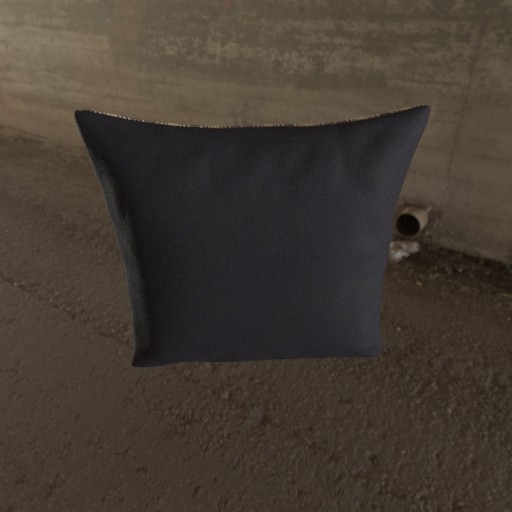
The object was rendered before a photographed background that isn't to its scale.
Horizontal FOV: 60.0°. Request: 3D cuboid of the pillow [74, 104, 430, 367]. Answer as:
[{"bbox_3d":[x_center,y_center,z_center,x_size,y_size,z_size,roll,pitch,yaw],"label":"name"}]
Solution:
[{"bbox_3d":[0.000,0.000,0.777,0.520,0.508,0.166,-2,31,-3],"label":"pillow"}]
